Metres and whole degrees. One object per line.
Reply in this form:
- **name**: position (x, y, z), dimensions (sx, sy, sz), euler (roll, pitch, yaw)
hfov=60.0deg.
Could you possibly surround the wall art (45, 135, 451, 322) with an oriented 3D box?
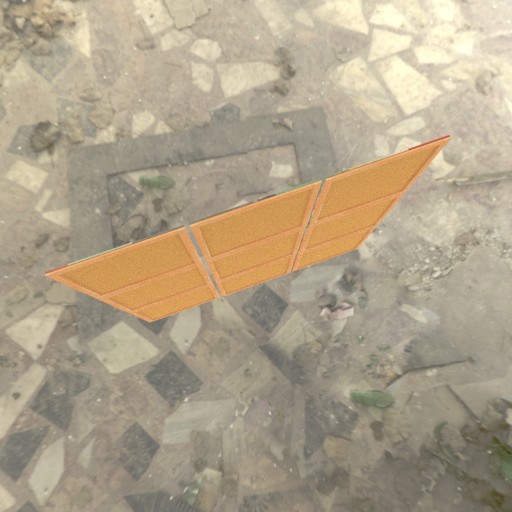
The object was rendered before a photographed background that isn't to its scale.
- **wall art**: position (0.000, 0.000, 1.843), dimensions (1.216, 1.220, 0.013), euler (-19, 76, -5)
